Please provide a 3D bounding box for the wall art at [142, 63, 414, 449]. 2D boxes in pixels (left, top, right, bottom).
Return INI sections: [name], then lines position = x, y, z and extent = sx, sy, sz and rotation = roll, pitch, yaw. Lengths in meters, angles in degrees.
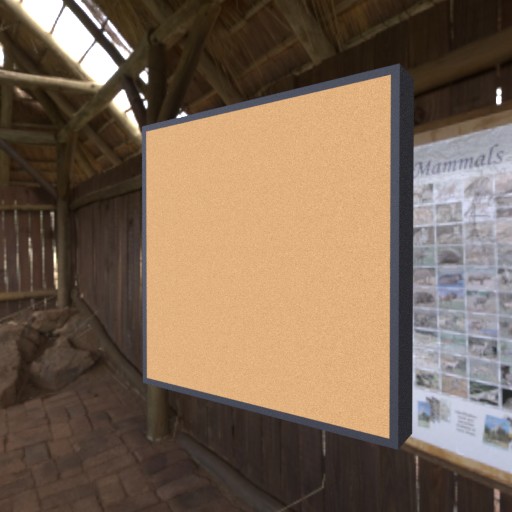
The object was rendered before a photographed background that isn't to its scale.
[wall art]
position = 0.000, 0.000, 0.453
extent = 0.304, 0.304, 0.038
rotation = 1, 1, 36
